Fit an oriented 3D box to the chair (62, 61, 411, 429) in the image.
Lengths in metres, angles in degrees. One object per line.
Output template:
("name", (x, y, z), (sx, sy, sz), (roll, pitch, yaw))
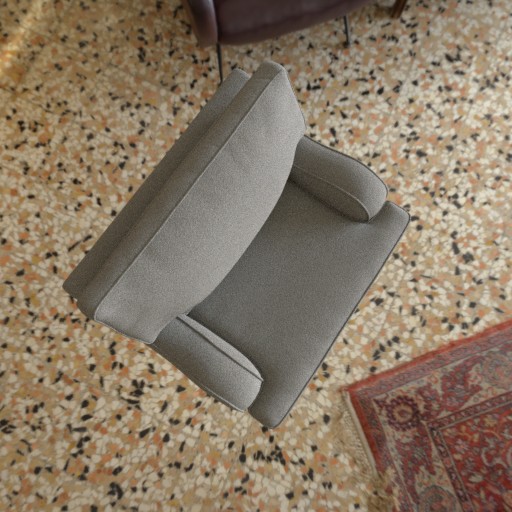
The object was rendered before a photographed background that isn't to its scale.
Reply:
("chair", (0.000, 0.000, 2.055), (1.040, 1.016, 1.220), (34, 79, 7))
